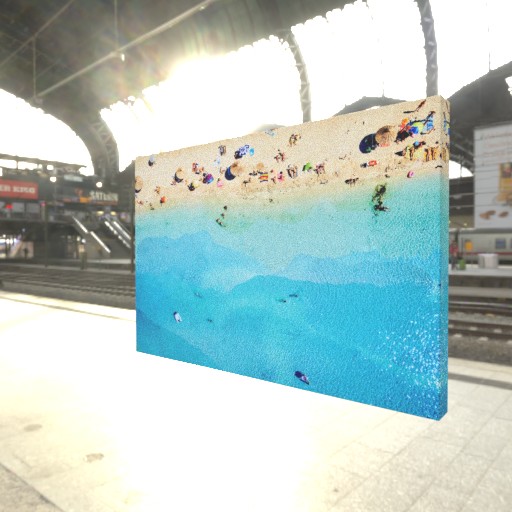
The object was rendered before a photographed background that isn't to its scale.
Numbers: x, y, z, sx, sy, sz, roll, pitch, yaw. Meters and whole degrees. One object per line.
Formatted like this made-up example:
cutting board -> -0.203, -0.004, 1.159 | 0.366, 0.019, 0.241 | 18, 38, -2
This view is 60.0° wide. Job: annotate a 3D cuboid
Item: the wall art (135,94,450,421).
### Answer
wall art -> 0.000, 0.000, 1.102 | 0.894, 0.595, 0.057 | 1, 1, 38
